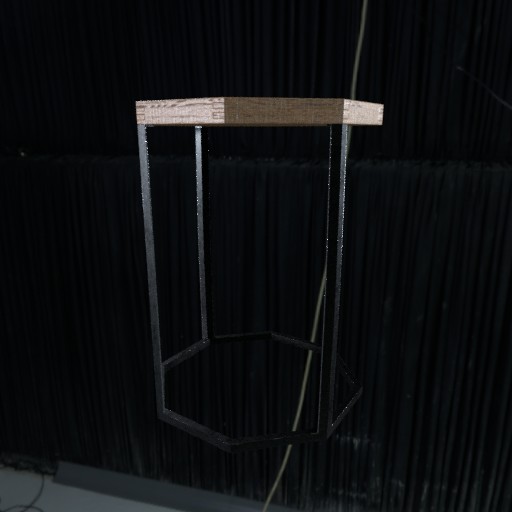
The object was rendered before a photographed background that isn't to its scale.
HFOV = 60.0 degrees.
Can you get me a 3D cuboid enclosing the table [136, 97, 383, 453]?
[{"bbox_3d":[0.000,0.000,0.861,0.437,0.553,0.437,3,16,11],"label":"table"}]
